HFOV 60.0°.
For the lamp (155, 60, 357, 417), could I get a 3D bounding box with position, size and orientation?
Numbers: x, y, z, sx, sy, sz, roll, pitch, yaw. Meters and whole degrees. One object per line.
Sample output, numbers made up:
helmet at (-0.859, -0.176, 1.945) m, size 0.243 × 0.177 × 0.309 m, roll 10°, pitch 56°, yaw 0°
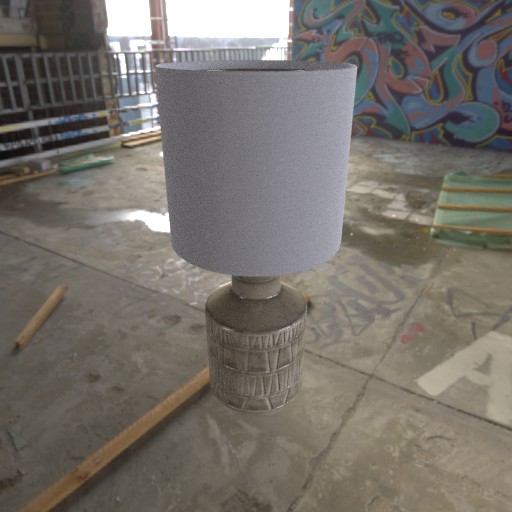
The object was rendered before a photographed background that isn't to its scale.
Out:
lamp at (0.000, 0.000, 0.573) m, size 0.211 × 0.455 × 0.211 m, roll -18°, pitch 32°, yaw -32°
